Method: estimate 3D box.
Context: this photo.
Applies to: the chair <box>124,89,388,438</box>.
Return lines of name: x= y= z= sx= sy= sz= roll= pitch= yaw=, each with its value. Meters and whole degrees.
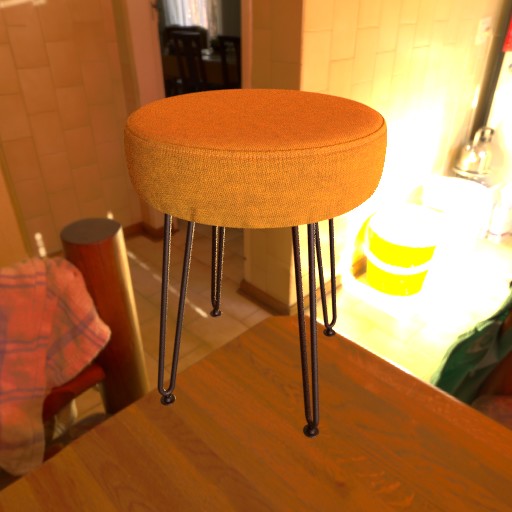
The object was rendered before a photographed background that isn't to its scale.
chair: x=0.000 y=0.000 z=0.694 sx=0.345 sy=0.455 sz=0.345 roll=8 pitch=31 yaw=13
